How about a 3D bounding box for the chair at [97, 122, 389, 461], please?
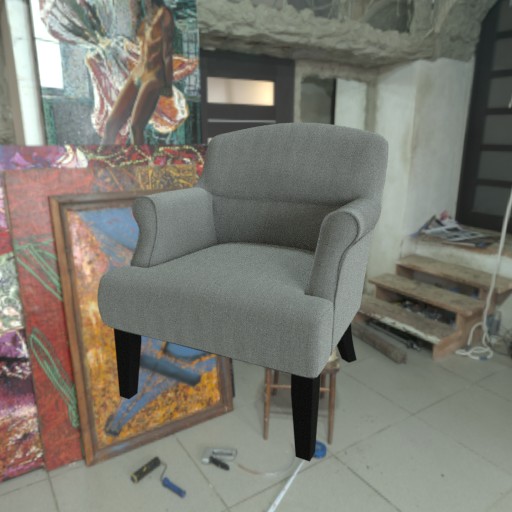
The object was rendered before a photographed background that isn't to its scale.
[{"bbox_3d":[0.000,0.000,1.491,0.772,0.880,0.755,8,17,26],"label":"chair"}]
